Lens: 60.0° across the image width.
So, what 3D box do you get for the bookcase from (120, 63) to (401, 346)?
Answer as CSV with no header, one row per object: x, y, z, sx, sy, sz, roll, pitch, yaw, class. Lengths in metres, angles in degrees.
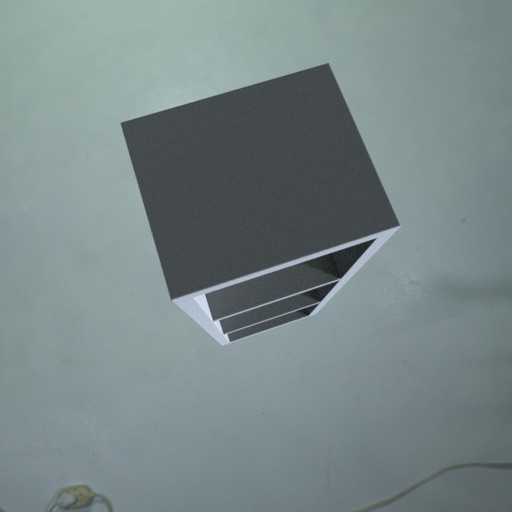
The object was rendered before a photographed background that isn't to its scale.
0.000,0.000,1.269,0.390,1.080,0.330,-18,76,-5,bookcase
